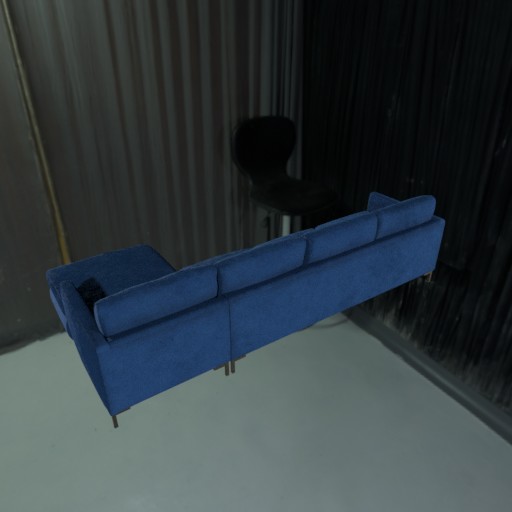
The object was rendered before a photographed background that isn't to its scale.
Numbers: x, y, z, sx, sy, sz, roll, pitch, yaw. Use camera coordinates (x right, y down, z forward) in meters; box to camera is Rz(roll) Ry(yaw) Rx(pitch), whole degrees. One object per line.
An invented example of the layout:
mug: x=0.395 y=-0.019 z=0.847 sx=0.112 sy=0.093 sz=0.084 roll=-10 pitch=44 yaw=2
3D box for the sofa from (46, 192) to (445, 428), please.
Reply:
sofa: x=0.000 y=0.000 z=3.534 sx=2.932 sy=0.810 sz=1.350 roll=-18 pitch=34 yaw=-29
